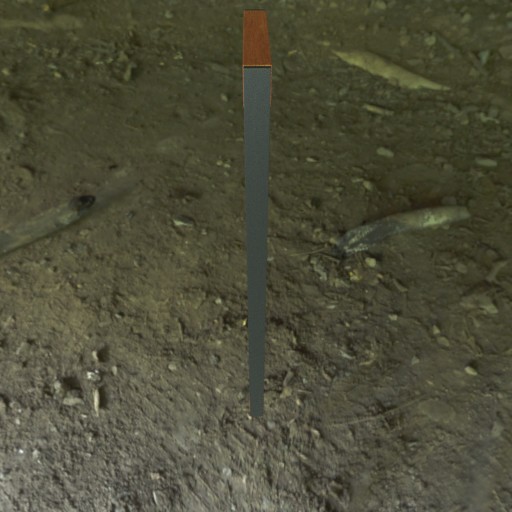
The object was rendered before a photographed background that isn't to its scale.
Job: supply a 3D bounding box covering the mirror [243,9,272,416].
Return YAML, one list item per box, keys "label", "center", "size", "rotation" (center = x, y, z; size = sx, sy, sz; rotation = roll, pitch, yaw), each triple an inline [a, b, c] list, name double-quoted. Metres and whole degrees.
- label: "mirror"
  center: [0.000, 0.000, 1.203]
  size: [0.047, 1.123, 0.343]
  rotation: [-1, 43, -1]
